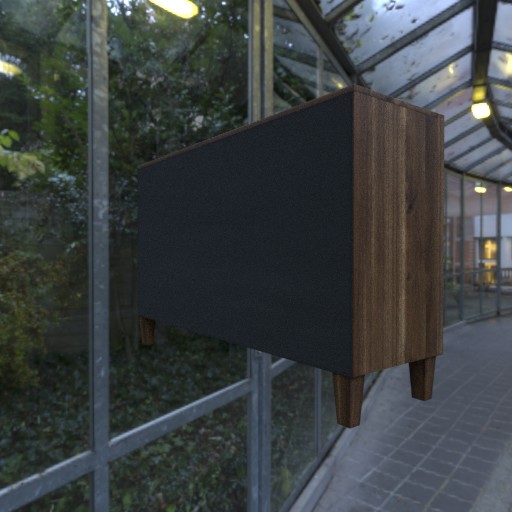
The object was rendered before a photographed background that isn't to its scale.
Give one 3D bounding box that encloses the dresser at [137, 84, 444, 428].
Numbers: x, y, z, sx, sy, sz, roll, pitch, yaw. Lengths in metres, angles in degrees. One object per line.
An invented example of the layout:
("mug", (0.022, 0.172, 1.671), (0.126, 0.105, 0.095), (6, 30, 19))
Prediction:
("dresser", (0.000, 0.000, 1.815), (0.438, 0.892, 1.387), (-1, 1, -38))
